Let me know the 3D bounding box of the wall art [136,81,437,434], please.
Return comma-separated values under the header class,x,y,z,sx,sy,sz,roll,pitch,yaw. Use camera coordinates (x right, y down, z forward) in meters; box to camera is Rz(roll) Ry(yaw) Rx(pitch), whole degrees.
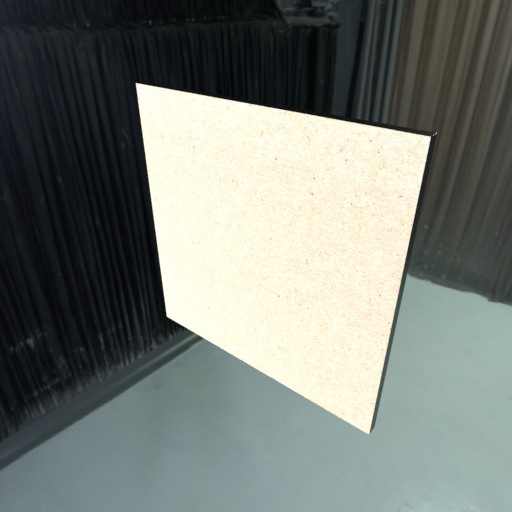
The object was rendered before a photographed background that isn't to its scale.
class,x,y,z,sx,sy,sz,roll,pitch,yaw
wall art,0.000,0.000,1.160,0.773,0.775,0.031,22,38,32
